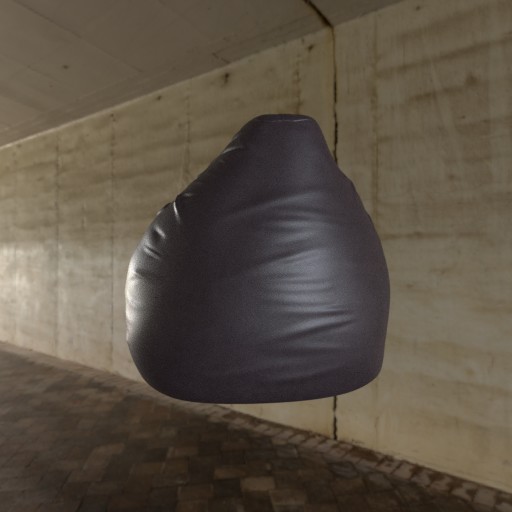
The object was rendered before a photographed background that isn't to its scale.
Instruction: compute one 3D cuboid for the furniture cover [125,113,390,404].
[{"bbox_3d":[0.000,0.000,1.878,1.070,0.990,1.070,0,0,-19],"label":"furniture cover"}]
